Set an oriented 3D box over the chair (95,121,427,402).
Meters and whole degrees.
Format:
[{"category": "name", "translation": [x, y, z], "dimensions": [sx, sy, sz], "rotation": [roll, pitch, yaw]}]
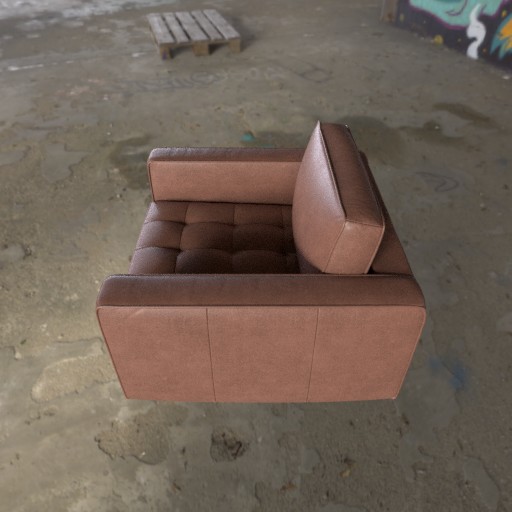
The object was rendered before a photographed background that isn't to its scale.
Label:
[{"category": "chair", "translation": [0.000, 0.000, 1.585], "dimensions": [0.900, 0.770, 0.920], "rotation": [0, 41, 0]}]
